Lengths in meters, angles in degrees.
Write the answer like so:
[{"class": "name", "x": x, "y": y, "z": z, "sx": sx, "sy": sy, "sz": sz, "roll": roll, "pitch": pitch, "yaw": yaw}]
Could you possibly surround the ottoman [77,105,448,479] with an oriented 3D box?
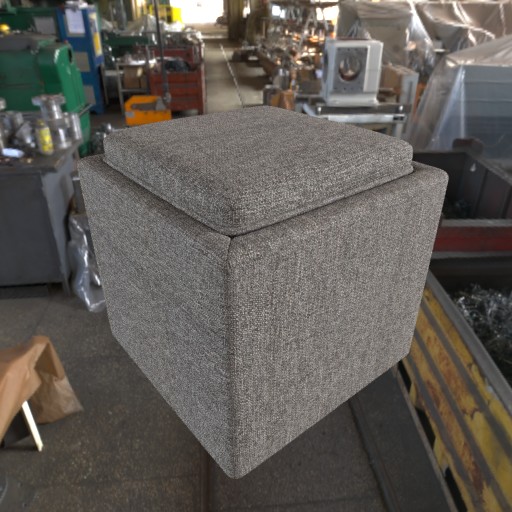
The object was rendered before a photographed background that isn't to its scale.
[{"class": "ottoman", "x": 0.000, "y": 0.000, "z": 0.821, "sx": 0.450, "sy": 0.460, "sz": 0.450, "roll": -22, "pitch": 37, "yaw": -33}]
